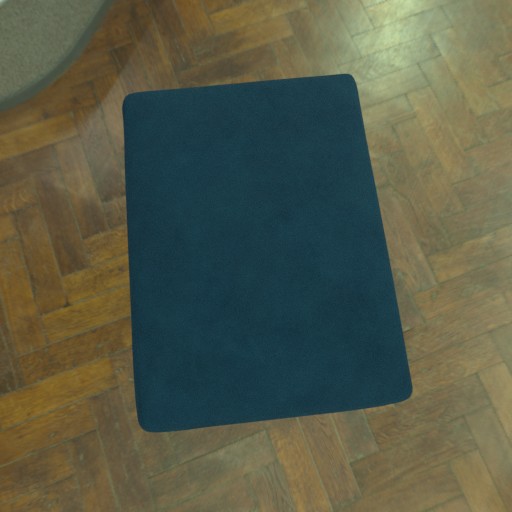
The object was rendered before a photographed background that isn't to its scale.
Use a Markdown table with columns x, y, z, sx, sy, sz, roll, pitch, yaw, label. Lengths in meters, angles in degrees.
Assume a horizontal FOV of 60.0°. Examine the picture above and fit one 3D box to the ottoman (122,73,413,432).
| x | y | z | sx | sy | sz | roll | pitch | yaw | label |
| --- | --- | --- | --- | --- | --- | --- | --- | --- | --- |
| 0.000 | 0.000 | 1.153 | 0.572 | 0.503 | 0.773 | -6 | 76 | -1 | ottoman |
